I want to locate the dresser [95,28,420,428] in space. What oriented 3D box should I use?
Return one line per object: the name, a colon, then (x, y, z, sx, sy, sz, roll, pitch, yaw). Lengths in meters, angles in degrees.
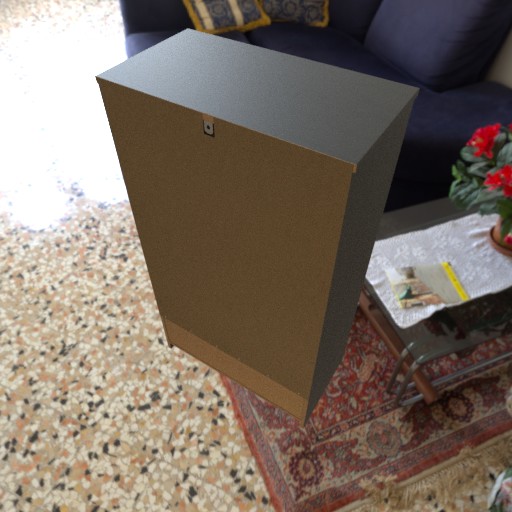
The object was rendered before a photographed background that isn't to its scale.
dresser: (0.000, 0.000, 1.541, 0.704, 1.255, 0.399, 25, 52, 22)
